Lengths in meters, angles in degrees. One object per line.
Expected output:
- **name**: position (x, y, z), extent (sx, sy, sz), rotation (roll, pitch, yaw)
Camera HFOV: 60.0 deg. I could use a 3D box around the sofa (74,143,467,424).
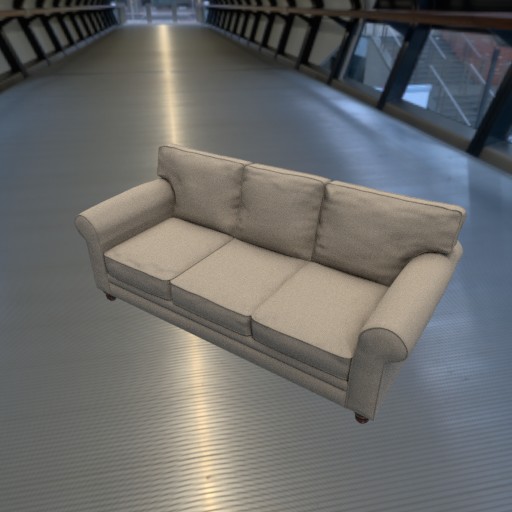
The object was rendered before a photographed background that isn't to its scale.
- **sofa**: position (0.000, 0.000, 2.659), extent (2.118, 0.889, 0.998), rotation (19, 35, 29)
